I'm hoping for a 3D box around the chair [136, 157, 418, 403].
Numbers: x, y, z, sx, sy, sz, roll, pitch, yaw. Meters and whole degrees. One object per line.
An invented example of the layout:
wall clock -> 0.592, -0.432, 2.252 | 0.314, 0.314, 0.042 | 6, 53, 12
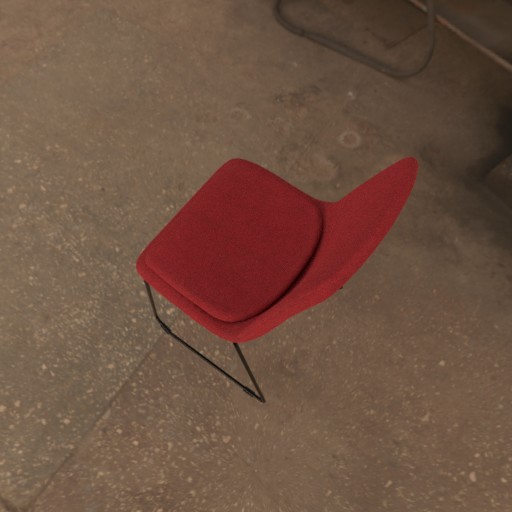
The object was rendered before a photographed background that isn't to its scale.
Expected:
chair -> 0.000, 0.000, 1.127 | 0.518, 0.858, 0.479 | 33, 68, 15
